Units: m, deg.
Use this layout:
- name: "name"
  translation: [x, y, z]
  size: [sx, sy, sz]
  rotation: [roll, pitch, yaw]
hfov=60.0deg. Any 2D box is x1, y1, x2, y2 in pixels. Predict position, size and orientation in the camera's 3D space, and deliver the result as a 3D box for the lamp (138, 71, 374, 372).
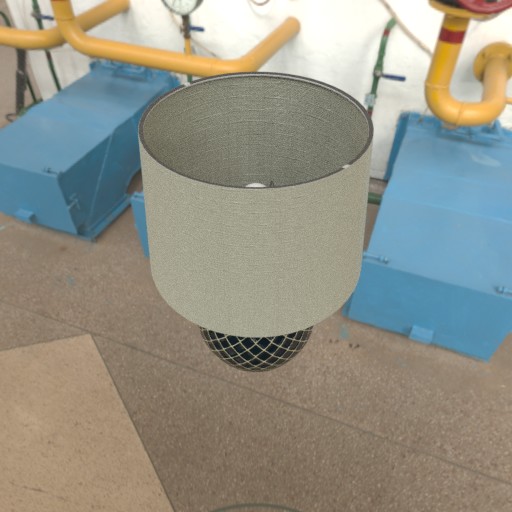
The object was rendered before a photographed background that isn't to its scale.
- name: "lamp"
  translation: [0.000, 0.000, 0.811]
  size: [0.376, 0.540, 0.376]
  rotation: [0, 45, 0]
